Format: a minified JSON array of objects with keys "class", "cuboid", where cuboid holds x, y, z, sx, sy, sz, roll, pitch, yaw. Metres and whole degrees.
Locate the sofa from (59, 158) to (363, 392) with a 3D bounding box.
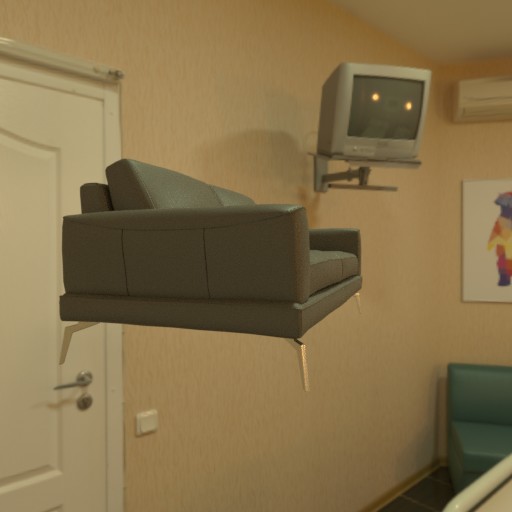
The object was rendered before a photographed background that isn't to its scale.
[{"class":"sofa","cuboid":[0.000,0.000,2.726,1.121,0.930,2.177,0,1,19]}]
